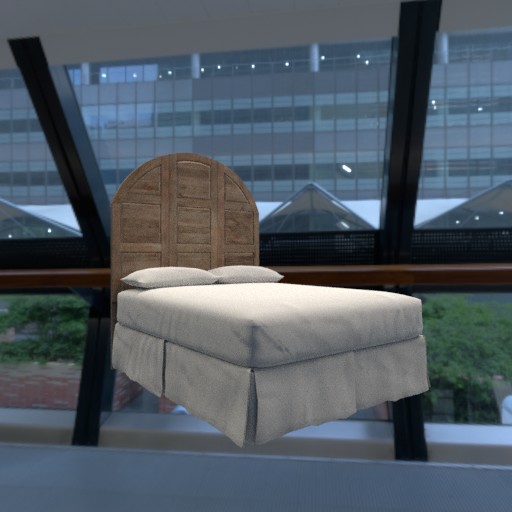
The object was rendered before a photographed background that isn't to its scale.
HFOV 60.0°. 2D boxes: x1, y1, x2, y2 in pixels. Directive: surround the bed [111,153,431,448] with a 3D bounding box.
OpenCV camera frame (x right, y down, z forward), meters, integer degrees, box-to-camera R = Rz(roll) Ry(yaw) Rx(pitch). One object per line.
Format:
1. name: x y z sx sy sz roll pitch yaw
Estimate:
1. bed: 0.000 0.000 3.564 1.713 2.002 2.112 0 0 -37
